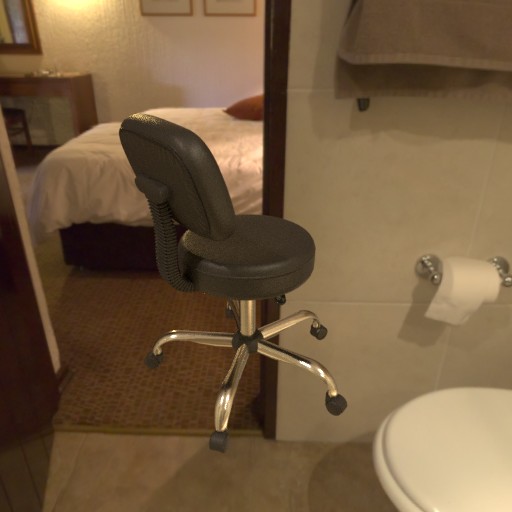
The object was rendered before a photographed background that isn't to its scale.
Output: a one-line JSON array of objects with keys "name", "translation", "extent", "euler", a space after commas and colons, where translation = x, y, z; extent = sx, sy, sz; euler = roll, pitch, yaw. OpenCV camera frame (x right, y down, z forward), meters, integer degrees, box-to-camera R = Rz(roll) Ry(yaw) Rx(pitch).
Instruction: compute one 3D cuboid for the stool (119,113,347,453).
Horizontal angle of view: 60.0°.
[{"name": "stool", "translation": [0.000, 0.000, 1.345], "extent": [0.648, 0.862, 0.673], "euler": [-18, 31, -32]}]
